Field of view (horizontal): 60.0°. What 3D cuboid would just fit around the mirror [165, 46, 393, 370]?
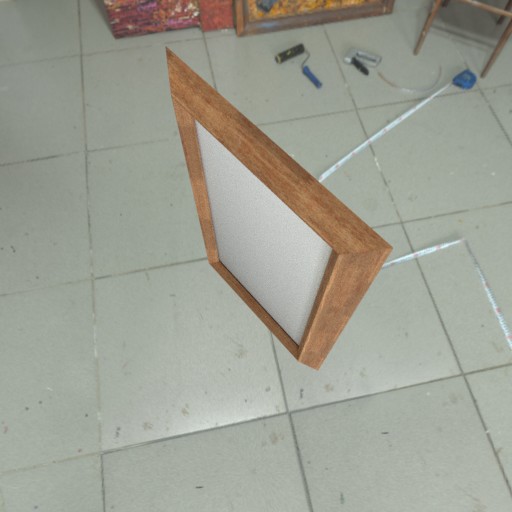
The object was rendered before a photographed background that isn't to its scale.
[{"bbox_3d":[0.000,0.000,1.300,0.047,1.010,0.651,-38,70,-17],"label":"mirror"}]
